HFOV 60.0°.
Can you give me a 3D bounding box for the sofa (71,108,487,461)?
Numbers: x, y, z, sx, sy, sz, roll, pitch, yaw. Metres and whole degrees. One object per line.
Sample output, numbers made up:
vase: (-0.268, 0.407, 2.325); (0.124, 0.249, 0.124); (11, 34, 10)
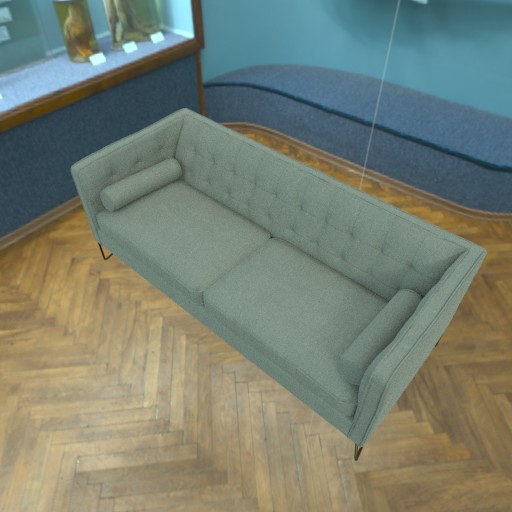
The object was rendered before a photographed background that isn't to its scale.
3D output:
sofa: (0.000, 0.000, 2.548); (2.079, 0.798, 0.912); (32, 54, 27)
